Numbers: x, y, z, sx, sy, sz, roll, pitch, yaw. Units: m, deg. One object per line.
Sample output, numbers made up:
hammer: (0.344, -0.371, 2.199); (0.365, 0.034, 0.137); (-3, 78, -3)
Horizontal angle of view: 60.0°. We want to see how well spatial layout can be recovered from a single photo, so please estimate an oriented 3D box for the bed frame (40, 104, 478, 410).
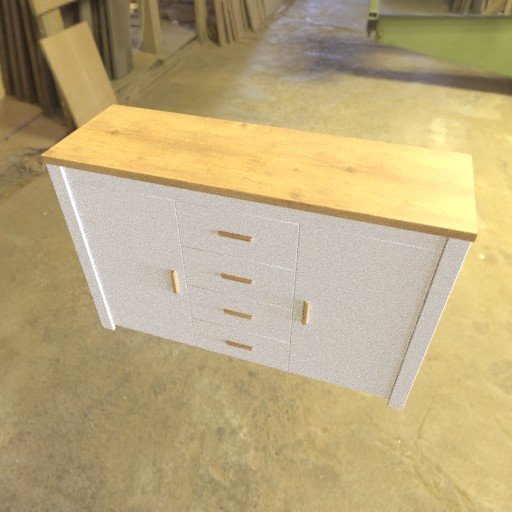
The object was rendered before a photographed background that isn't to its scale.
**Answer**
bed frame: (0.000, 0.000, 1.684); (1.300, 0.850, 0.430); (12, 43, 13)
